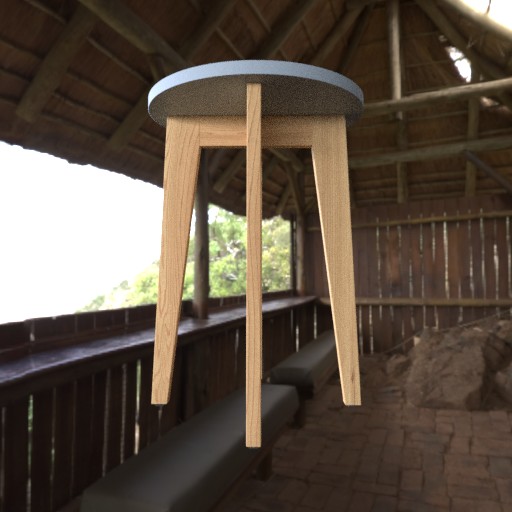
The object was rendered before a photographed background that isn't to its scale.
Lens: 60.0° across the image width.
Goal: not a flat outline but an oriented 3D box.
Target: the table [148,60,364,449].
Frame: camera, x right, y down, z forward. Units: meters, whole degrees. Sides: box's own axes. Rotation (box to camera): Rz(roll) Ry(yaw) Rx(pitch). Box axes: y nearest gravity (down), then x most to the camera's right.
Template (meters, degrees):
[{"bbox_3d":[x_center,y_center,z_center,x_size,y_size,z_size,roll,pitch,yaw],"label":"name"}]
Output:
[{"bbox_3d":[0.000,0.000,0.740,0.350,0.500,0.350,0,0,0],"label":"table"}]
